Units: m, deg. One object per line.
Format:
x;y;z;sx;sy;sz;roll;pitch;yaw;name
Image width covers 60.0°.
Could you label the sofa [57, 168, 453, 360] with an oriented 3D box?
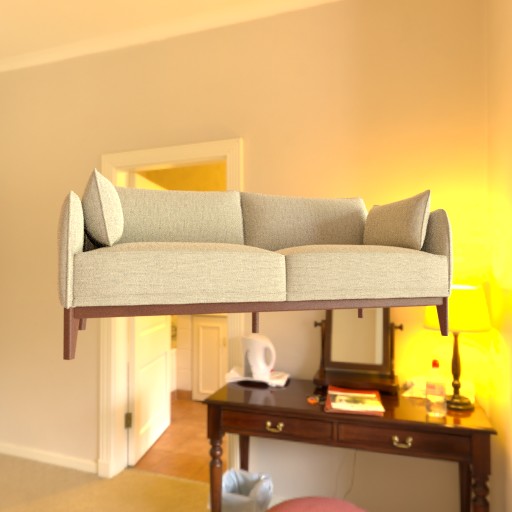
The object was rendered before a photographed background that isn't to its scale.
0.000;0.000;2.485;1.989;0.860;0.991;0;-1;-18;sofa
